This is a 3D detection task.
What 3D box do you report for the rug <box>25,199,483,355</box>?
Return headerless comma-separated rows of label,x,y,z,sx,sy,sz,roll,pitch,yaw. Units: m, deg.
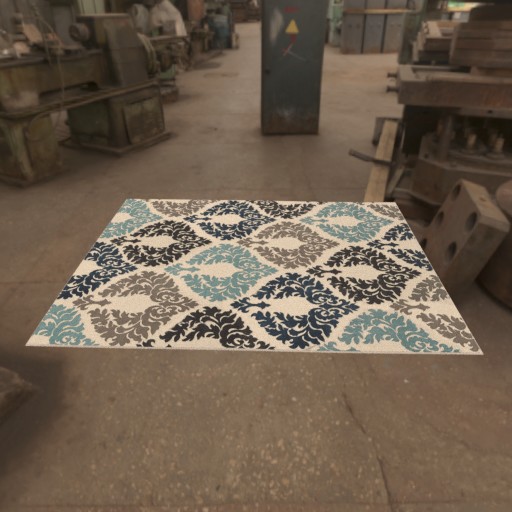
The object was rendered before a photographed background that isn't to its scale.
rug,0.000,0.000,3.958,3.040,0.014,2.423,1,31,1
